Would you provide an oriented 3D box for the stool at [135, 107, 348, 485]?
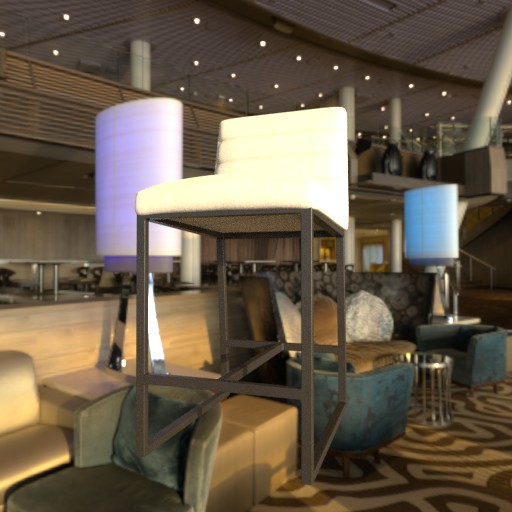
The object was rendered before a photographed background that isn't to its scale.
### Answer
[{"bbox_3d":[0.000,0.000,1.254,0.459,0.971,0.567,0,-1,19],"label":"stool"}]
